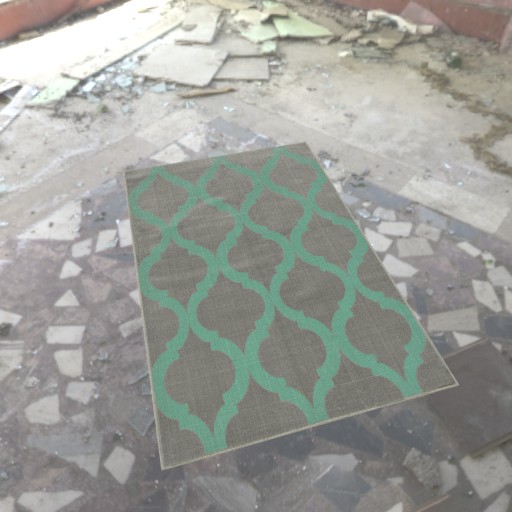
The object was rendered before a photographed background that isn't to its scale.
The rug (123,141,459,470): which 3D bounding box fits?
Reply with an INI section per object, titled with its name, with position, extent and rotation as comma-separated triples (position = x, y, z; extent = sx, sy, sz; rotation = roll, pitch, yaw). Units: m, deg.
[rug]
position = 0.000, 0.000, 2.876
extent = 1.524, 0.006, 2.286
rotation = -12, 49, -10
